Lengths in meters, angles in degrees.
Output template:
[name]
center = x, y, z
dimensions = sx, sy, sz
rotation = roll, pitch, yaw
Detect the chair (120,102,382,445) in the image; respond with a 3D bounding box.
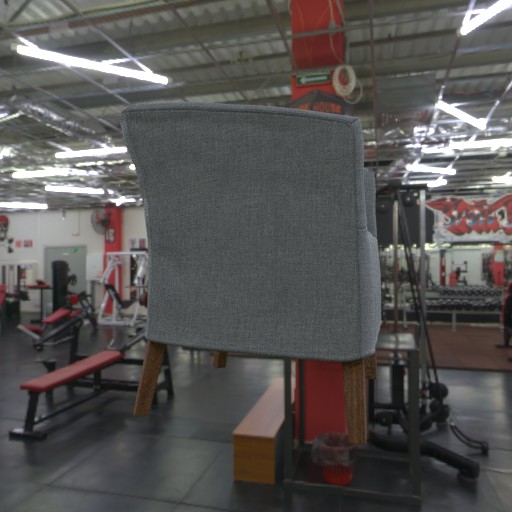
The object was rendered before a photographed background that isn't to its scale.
[chair]
center = 0.000, 0.000, 1.254
dimensions = 0.668, 0.771, 0.600
rotation = 0, -1, 18
